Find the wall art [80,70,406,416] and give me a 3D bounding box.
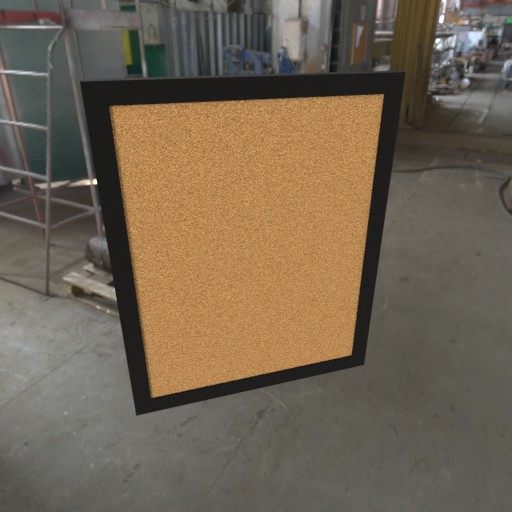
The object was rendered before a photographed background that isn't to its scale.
[{"bbox_3d":[0.000,0.000,0.738,0.457,0.559,0.029,-8,28,-15],"label":"wall art"}]
